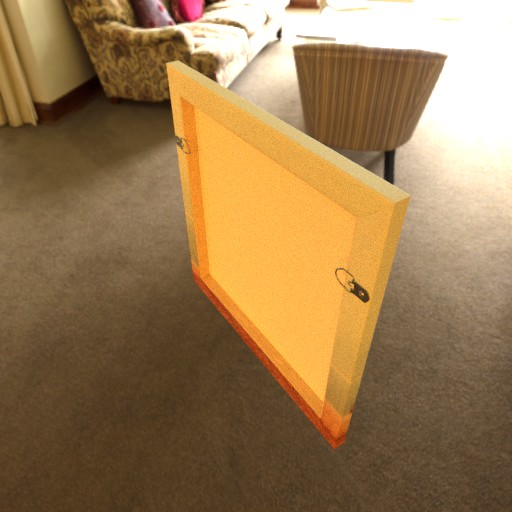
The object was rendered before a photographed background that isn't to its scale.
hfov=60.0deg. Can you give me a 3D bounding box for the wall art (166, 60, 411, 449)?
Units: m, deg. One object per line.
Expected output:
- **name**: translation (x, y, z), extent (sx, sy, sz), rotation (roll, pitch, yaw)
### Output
- **wall art**: translation (0.000, 0.000, 0.904), extent (0.034, 0.605, 0.605), rotation (-24, 46, -25)
